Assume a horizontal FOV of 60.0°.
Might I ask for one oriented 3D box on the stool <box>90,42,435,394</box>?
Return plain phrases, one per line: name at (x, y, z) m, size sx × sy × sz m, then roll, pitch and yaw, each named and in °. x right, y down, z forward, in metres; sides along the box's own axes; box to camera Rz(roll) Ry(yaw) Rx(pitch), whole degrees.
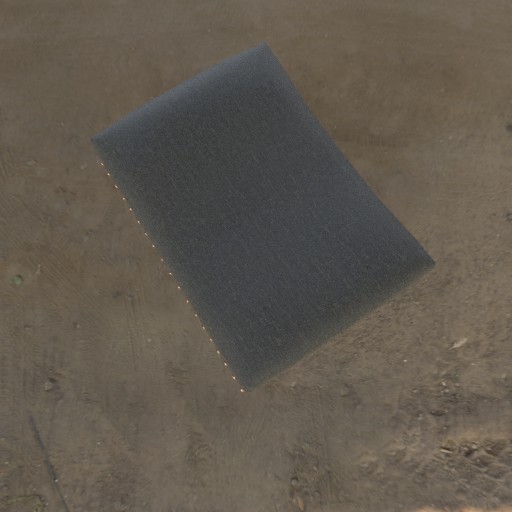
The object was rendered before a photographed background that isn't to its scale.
stool at (0.000, 0.000, 1.026) m, size 0.366 × 0.748 × 0.502 m, roll -32°, pitch 78°, yaw -8°
